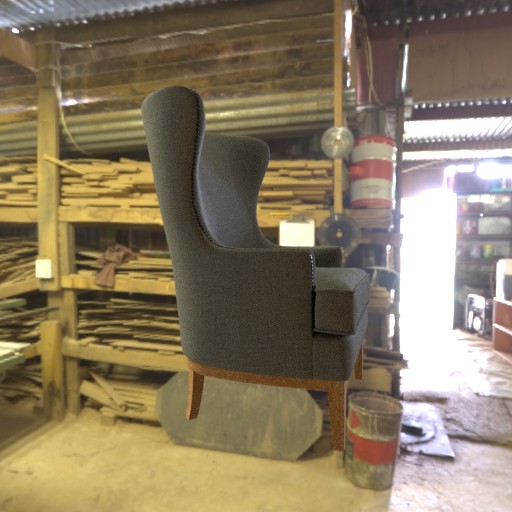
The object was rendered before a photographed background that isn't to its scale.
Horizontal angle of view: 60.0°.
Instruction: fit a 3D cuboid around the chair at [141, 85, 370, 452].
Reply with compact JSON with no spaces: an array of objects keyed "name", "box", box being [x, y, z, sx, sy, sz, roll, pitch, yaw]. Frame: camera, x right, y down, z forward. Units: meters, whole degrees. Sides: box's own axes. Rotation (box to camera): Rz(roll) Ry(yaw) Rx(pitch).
[{"name":"chair","box":[0.000,0.000,1.840,0.883,1.176,0.864,1,2,18]}]
